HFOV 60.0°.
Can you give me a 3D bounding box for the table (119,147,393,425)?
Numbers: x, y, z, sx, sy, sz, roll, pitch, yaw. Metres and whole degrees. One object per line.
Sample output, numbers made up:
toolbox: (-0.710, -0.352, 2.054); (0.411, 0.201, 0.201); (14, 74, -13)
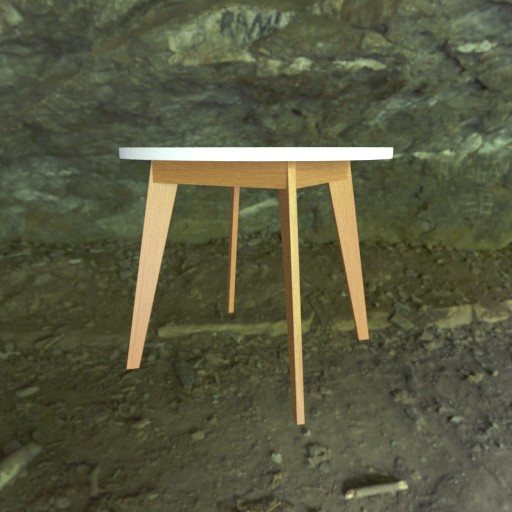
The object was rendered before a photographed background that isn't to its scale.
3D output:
table: (0.000, 0.000, 1.602); (0.896, 0.762, 0.896); (0, 14, 0)
